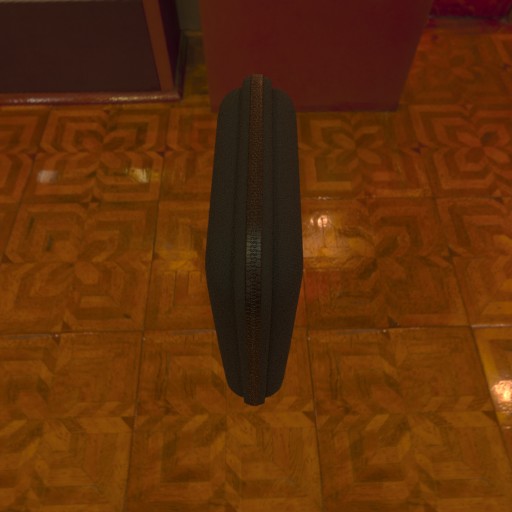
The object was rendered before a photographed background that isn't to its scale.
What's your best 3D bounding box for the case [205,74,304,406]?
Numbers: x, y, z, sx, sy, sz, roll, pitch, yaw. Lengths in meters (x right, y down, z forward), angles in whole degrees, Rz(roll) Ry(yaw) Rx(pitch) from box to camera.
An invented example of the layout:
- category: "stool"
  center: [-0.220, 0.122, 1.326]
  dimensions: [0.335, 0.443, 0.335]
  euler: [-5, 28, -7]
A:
- category: "case"
  center: [0.000, 0.000, 0.200]
  dimensions: [0.030, 0.147, 0.107]
  euler: [1, 59, 0]
